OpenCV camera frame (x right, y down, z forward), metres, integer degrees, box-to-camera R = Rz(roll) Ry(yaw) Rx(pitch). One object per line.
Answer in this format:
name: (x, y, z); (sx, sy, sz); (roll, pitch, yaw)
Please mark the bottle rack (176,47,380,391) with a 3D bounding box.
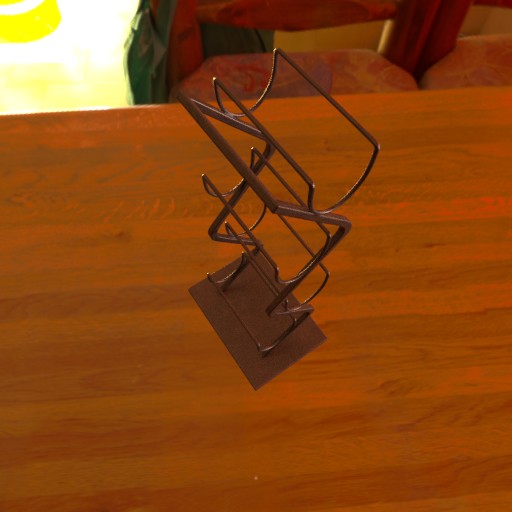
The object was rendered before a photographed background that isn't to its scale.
bottle rack: (0.000, 0.000, 0.682); (0.178, 0.559, 0.254); (-32, 68, -15)
